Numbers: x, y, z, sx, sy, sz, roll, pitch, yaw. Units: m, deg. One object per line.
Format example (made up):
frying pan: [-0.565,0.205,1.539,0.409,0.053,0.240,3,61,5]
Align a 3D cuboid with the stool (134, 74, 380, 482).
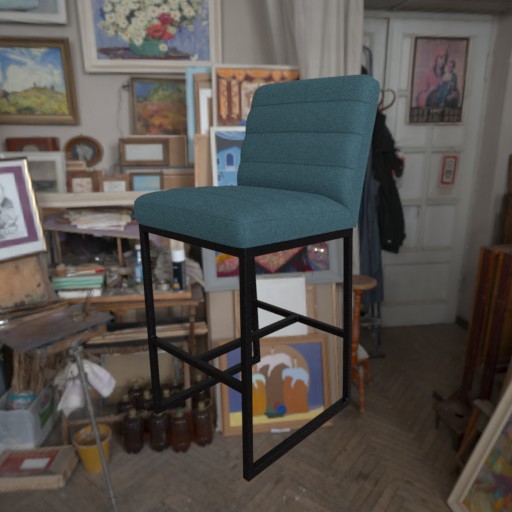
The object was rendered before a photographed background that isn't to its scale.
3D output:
stool: [0.000,0.000,1.342,0.460,1.040,0.560,14,21,42]
